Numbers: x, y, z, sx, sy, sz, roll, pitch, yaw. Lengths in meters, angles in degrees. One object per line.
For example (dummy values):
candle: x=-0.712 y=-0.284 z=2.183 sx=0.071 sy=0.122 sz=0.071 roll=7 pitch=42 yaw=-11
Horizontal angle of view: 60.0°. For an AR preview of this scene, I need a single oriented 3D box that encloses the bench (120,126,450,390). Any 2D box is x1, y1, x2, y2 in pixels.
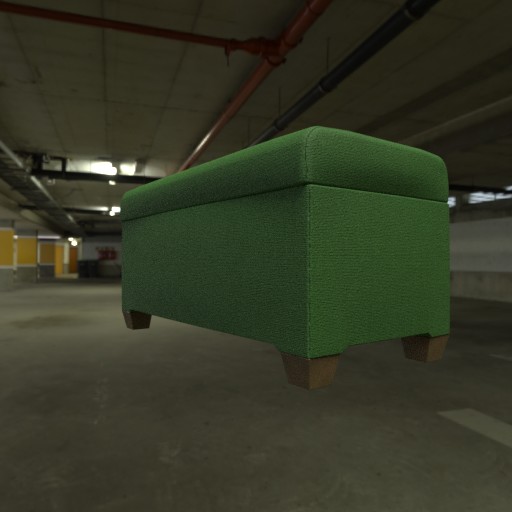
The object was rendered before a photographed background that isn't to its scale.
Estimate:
bench: x=0.000 y=0.000 z=1.315 sx=0.505 sy=0.501 sz=0.989 roll=0 pitch=-1 yaw=-36
